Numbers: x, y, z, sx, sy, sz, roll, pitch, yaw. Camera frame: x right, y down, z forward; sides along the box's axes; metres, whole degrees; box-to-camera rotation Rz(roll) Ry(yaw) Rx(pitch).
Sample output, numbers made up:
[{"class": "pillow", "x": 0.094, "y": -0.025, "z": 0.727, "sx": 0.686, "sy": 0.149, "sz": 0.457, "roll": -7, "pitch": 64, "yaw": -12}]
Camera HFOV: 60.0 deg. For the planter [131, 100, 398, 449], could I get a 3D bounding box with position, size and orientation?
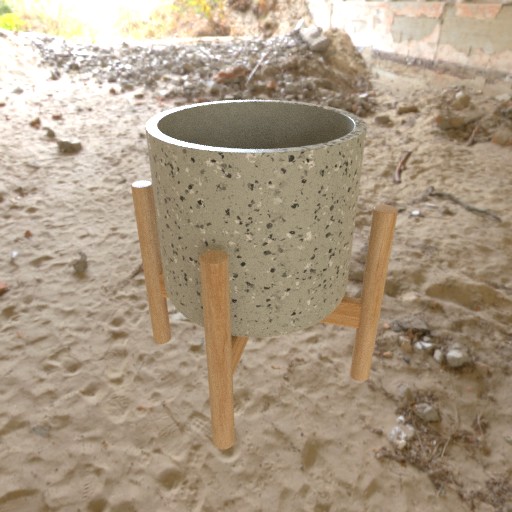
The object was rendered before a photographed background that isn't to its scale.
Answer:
[{"class": "planter", "x": 0.000, "y": 0.000, "z": 0.535, "sx": 0.284, "sy": 0.320, "sz": 0.284, "roll": 21, "pitch": 36, "yaw": 32}]
